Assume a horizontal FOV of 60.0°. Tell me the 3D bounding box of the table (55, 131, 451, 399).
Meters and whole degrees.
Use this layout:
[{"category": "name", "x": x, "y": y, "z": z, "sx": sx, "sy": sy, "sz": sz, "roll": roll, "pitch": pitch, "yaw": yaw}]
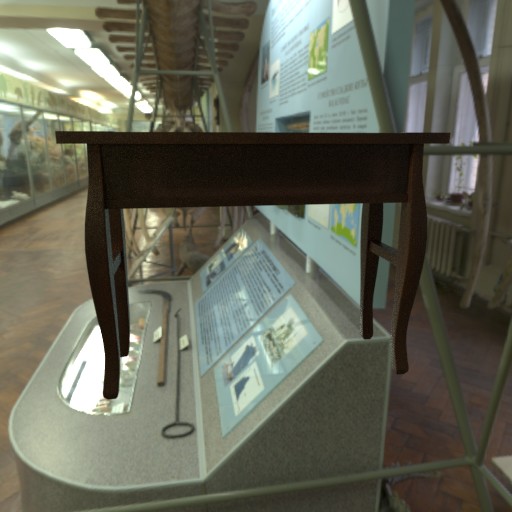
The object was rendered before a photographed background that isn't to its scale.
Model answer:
[{"category": "table", "x": 0.000, "y": 0.000, "z": 1.439, "sx": 1.062, "sy": 0.768, "sz": 0.373, "roll": -2, "pitch": 14, "yaw": -9}]
